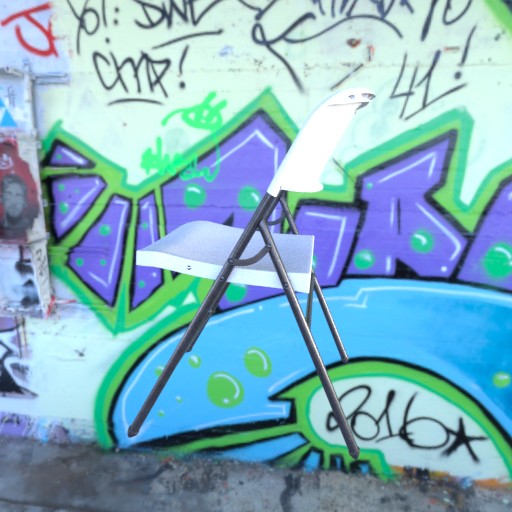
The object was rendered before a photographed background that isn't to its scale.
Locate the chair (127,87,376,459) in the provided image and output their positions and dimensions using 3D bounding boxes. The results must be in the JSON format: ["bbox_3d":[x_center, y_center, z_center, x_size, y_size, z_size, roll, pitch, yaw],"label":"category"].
[{"bbox_3d":[0.000,0.000,1.175,0.566,0.810,0.494,2,14,8],"label":"chair"}]
